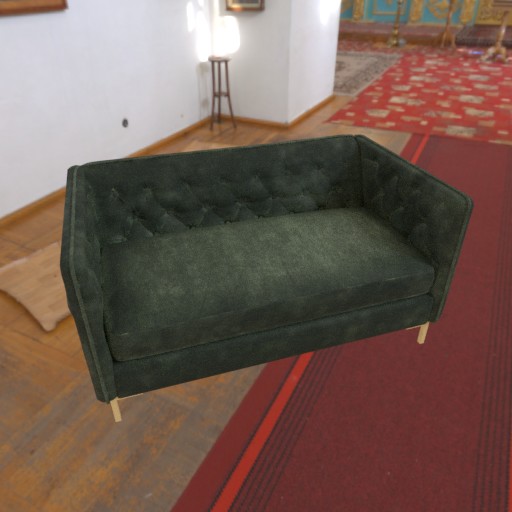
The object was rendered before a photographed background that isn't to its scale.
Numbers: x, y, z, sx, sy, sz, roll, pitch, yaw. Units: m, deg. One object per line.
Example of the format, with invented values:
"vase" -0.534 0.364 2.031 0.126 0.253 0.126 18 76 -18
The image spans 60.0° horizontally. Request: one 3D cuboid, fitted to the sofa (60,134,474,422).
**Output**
"sofa" 0.000 0.000 2.046 1.537 0.768 0.895 -10 34 -15
